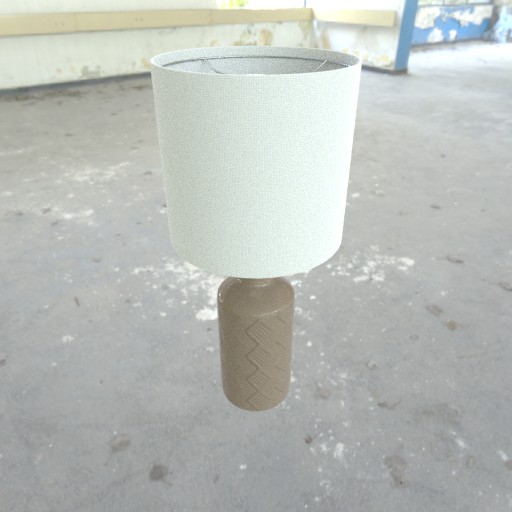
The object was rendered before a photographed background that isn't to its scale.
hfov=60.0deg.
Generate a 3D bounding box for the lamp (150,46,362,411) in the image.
[{"bbox_3d":[0.000,0.000,0.559,0.207,0.461,0.207,-21,37,-31],"label":"lamp"}]
